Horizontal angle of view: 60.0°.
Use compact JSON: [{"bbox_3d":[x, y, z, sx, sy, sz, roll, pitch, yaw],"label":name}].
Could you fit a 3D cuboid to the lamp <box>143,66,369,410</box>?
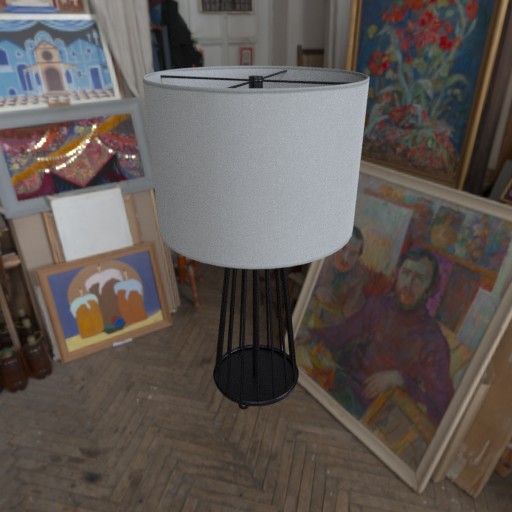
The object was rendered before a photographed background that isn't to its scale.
[{"bbox_3d":[0.000,0.000,0.780,0.322,0.593,0.322,9,29,17],"label":"lamp"}]
